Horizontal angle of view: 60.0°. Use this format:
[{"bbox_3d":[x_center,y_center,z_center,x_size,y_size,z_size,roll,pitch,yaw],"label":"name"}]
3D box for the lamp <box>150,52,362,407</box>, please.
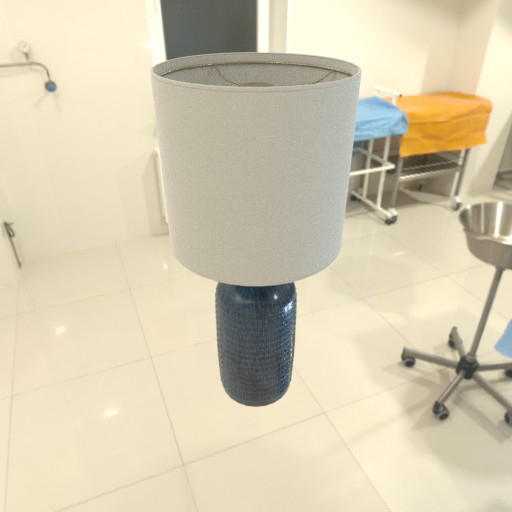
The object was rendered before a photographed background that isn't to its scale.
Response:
[{"bbox_3d":[0.000,0.000,0.596,0.220,0.475,0.220,-9,33,-13],"label":"lamp"}]
